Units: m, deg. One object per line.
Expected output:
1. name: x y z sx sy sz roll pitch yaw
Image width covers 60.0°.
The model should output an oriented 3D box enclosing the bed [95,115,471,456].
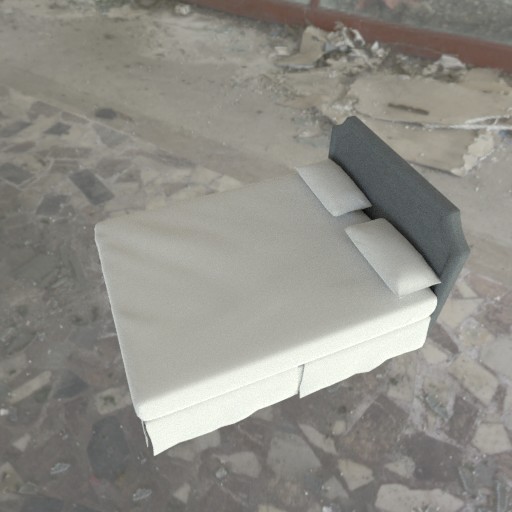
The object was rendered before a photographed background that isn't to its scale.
1. bed: 0.000 0.000 3.626 2.464 1.306 1.977 -16 49 -15
